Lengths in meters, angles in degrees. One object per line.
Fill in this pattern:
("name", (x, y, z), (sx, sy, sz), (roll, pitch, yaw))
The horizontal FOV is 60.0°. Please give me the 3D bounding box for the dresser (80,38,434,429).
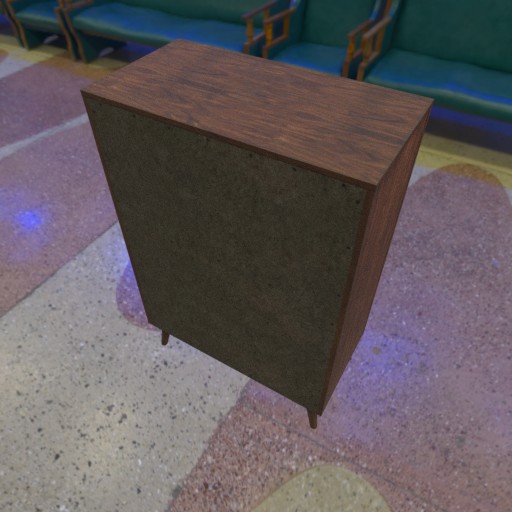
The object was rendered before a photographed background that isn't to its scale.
("dresser", (0.000, 0.000, 1.786), (0.919, 1.365, 0.498), (23, 50, 21))
